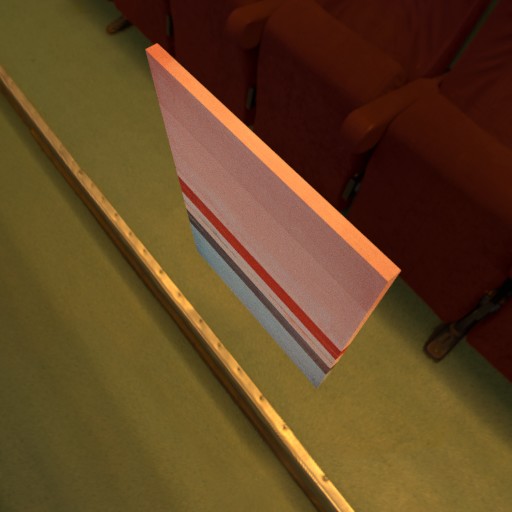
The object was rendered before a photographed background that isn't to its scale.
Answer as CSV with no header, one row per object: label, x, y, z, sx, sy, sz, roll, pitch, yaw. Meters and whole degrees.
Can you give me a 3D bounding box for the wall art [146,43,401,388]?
wall art,0.000,0.000,1.356,0.039,1.016,0.761,-36,69,-17
